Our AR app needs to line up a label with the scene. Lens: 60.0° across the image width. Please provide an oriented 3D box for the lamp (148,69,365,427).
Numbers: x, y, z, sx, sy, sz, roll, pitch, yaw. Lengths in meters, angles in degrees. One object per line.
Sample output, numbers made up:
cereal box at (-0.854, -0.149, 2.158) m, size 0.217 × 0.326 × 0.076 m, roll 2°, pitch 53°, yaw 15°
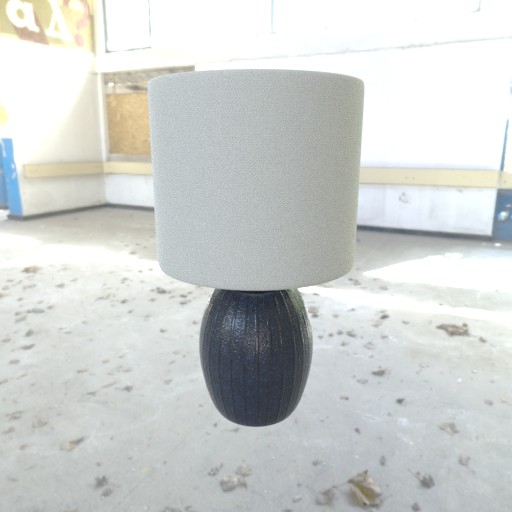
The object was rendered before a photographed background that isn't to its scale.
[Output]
lamp at (0.000, 0.000, 0.757) m, size 0.329 × 0.570 × 0.329 m, roll 7°, pitch 17°, yaw 26°
